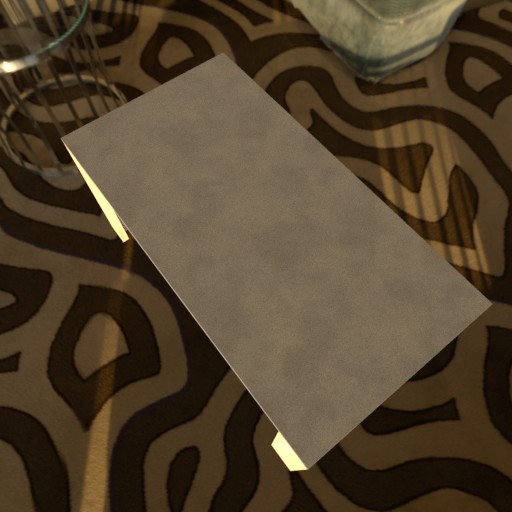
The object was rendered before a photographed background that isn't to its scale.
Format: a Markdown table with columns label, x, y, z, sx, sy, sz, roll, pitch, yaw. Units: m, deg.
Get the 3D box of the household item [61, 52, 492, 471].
| label | x | y | z | sx | sy | sz | roll | pitch | yaw |
| --- | --- | --- | --- | --- | --- | --- | --- | --- | --- |
| household item | 0.000 | 0.000 | 2.051 | 0.850 | 0.755 | 1.600 | -35 | 69 | -16 |
